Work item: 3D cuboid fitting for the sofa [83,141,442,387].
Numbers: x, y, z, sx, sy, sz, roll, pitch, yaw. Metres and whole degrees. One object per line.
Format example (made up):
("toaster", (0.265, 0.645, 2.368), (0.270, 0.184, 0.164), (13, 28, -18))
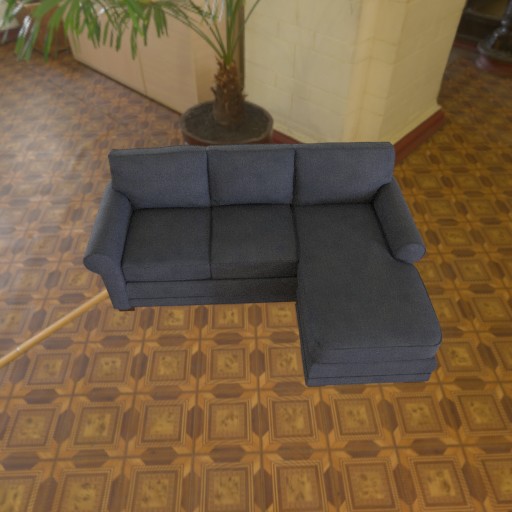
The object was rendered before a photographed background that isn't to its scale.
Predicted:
("sofa", (0.000, 0.000, 3.442), (2.567, 1.063, 1.780), (-2, 46, -2))
